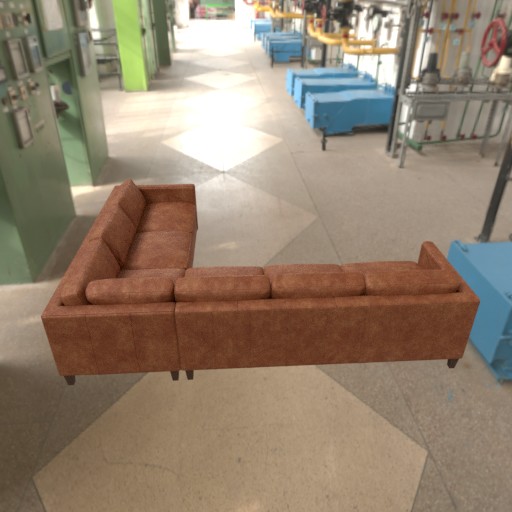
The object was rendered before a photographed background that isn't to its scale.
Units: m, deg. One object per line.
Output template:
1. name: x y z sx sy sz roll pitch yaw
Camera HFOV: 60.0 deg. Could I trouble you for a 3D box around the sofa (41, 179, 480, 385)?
1. sofa: 0.000 0.000 4.313 3.167 0.838 2.438 -2 31 -3
